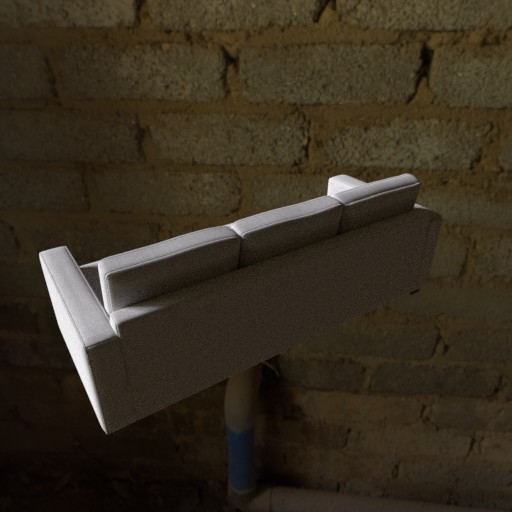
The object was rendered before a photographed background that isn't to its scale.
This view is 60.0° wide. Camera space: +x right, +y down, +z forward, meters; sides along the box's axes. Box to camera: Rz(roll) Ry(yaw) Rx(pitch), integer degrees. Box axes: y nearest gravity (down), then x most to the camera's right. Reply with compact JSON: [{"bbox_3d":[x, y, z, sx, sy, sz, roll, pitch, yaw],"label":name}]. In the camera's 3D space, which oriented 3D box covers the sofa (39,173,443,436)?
[{"bbox_3d":[0.000,0.000,2.540,2.120,0.800,0.900,-18,35,-28],"label":"sofa"}]
